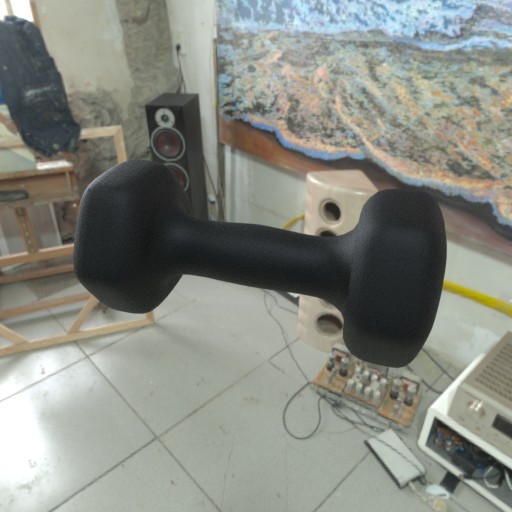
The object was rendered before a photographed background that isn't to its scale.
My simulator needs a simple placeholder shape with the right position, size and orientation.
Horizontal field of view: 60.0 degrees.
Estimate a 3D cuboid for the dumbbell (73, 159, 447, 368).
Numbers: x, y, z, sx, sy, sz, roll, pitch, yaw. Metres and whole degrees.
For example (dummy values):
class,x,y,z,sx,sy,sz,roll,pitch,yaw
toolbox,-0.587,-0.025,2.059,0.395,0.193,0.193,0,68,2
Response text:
class,x,y,z,sx,sy,sz,roll,pitch,yaw
dumbbell,0.000,0.000,0.297,0.231,0.101,0.112,9,33,15
